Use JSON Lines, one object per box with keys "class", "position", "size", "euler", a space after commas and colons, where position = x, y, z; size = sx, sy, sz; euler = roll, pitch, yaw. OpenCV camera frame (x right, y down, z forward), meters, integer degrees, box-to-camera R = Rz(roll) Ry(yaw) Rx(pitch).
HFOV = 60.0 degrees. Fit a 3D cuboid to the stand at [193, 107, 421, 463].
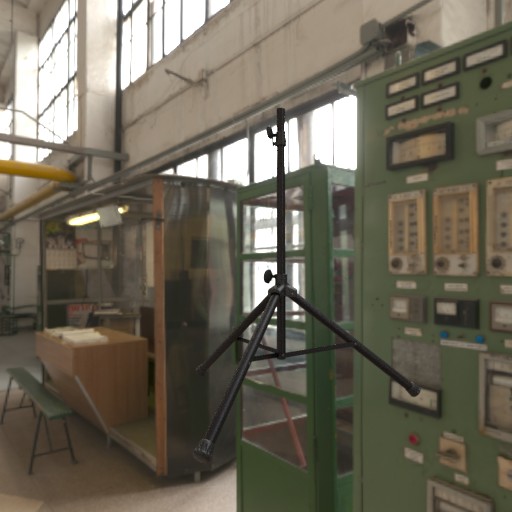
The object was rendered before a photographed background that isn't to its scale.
{"class": "stand", "position": [0.000, 0.000, 1.825], "size": [1.045, 1.136, 0.907], "euler": [2, -3, -37]}
